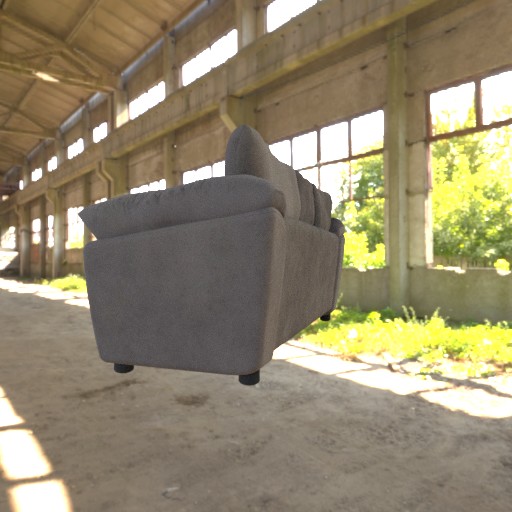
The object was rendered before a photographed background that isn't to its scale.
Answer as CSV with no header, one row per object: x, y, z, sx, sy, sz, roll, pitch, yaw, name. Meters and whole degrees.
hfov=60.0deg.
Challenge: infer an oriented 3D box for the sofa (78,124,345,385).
0.000,0.000,2.852,0.878,1.073,2.336,0,0,18,sofa
